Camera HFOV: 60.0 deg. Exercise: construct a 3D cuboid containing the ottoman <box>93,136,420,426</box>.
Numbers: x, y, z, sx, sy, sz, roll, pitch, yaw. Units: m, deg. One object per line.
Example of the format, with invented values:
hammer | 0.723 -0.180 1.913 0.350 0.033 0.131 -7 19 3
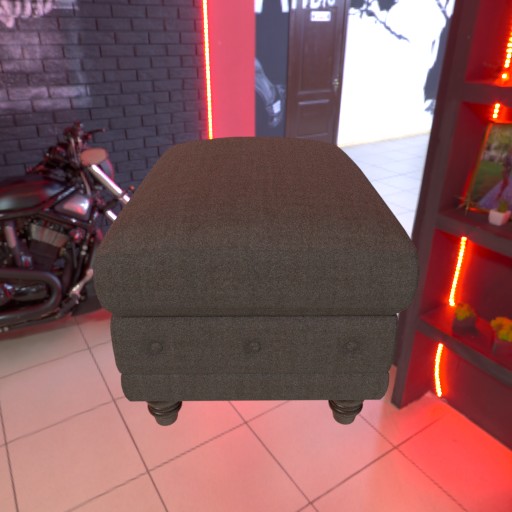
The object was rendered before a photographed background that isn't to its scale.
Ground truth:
ottoman | 0.000 0.000 1.213 0.599 0.555 0.809 0 27 0
